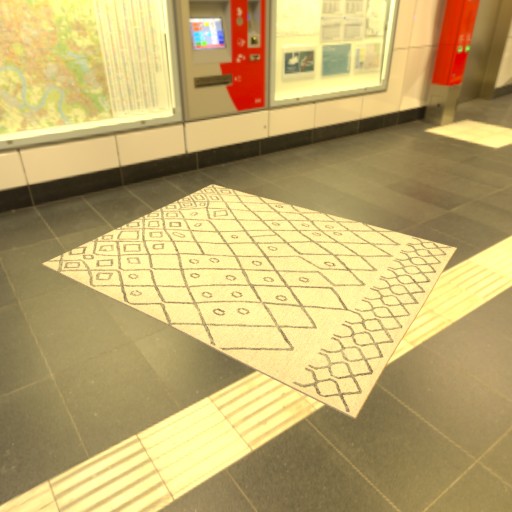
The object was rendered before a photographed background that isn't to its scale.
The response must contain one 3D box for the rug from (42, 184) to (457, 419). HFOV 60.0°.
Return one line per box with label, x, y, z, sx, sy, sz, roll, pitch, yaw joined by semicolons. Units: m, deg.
rug;0.000;0.000;4.149;3.046;0.015;2.446;19;35;29
